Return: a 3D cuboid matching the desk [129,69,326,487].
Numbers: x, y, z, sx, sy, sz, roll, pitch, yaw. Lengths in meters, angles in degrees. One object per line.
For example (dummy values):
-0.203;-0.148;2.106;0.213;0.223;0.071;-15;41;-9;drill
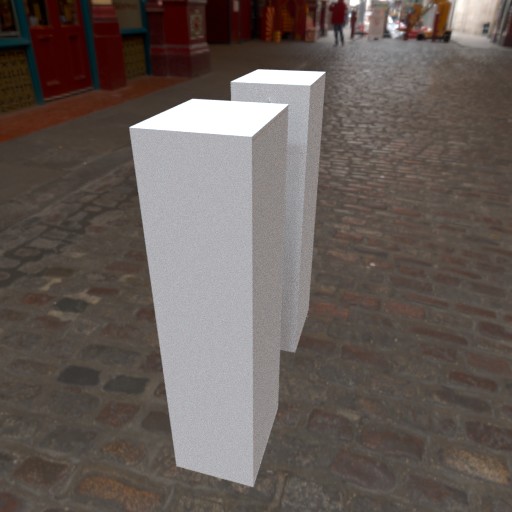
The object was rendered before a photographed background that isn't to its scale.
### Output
0.000;0.000;2.839;0.480;2.000;1.770;8;31;14;desk
